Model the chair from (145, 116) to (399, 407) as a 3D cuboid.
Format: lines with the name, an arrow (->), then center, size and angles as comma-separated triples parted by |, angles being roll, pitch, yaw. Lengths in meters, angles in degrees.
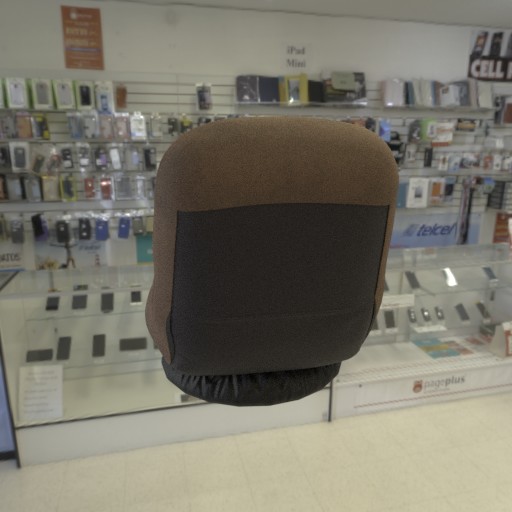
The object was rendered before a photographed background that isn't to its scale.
chair -> 0.000, 0.000, 1.031 | 0.521, 0.594, 0.597 | -3, 14, -11
